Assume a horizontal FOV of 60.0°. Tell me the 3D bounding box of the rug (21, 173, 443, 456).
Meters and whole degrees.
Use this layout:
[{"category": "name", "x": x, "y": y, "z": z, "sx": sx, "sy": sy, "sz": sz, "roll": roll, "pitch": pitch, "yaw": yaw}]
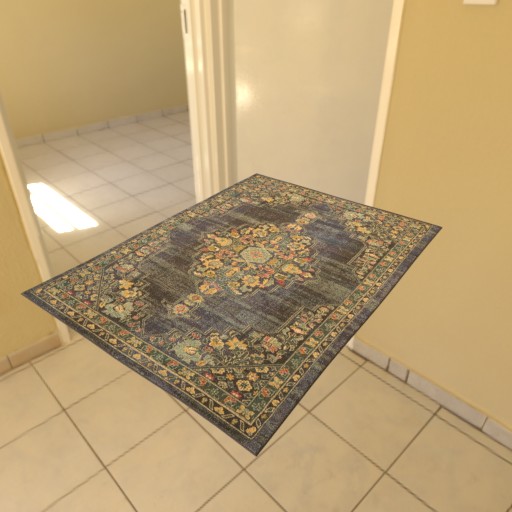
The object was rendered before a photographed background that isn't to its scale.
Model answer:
[{"category": "rug", "x": 0.000, "y": 0.000, "z": 4.604, "sx": 2.716, "sy": 0.035, "sz": 3.612, "roll": 22, "pitch": 39, "yaw": 30}]
